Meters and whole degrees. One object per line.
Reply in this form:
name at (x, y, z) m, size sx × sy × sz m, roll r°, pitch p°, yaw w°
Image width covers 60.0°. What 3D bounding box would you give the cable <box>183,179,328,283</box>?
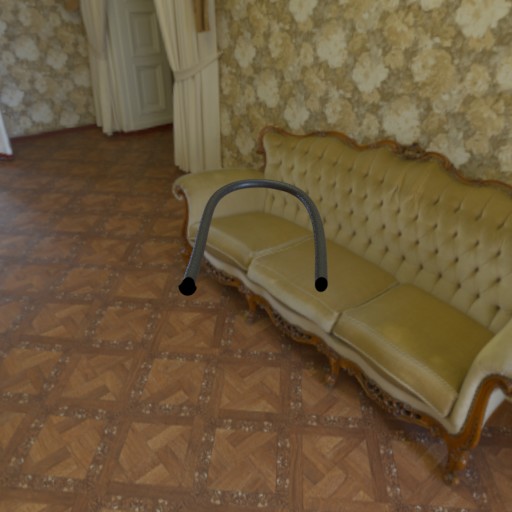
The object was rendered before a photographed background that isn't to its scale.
cable at (0.000, 0.000, 0.111) m, size 0.040 × 0.006 × 0.098 m, roll 2°, pitch 31°, yaw 3°
